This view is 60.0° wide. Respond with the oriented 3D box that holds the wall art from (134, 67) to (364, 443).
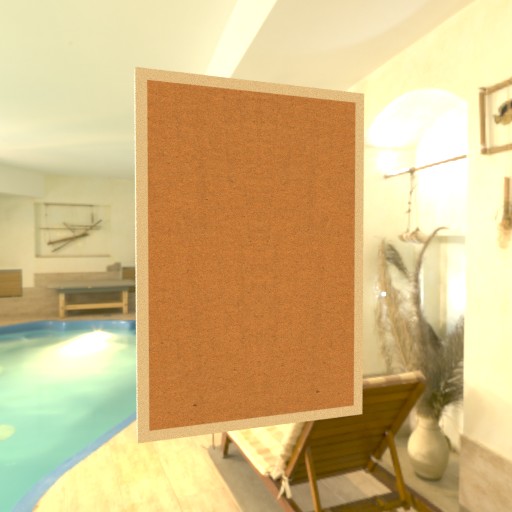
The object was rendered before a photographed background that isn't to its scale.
[{"bbox_3d":[0.000,0.000,0.559,0.293,0.428,0.025,0,2,-18],"label":"wall art"}]
